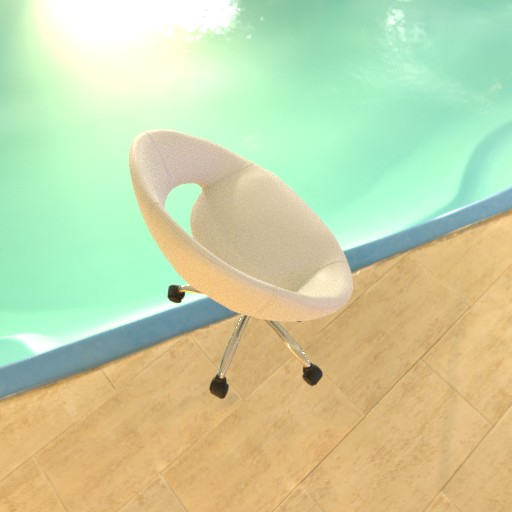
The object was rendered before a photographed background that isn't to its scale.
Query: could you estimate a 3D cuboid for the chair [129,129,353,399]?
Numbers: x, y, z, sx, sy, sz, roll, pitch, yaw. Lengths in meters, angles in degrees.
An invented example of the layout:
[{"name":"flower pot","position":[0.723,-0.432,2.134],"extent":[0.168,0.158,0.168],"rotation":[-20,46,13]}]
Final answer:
[{"name":"chair","position":[0.000,0.000,1.185],"extent":[0.538,0.791,0.612],"rotation":[-31,64,-17]}]
